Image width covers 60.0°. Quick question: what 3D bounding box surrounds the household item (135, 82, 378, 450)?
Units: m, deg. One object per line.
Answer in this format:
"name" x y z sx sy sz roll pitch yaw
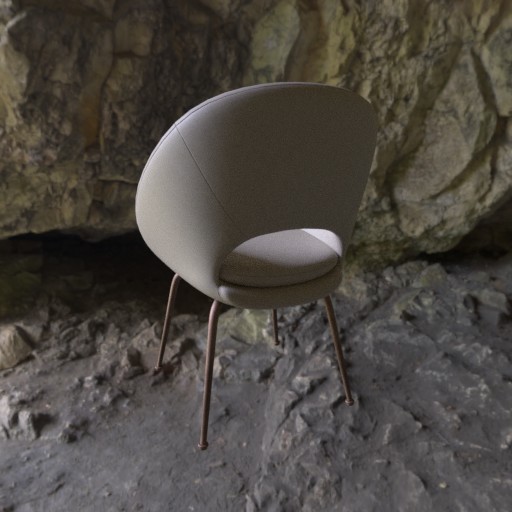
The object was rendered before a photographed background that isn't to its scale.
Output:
"household item" 0.000 0.000 1.248 0.623 0.852 0.573 -6 15 -25
